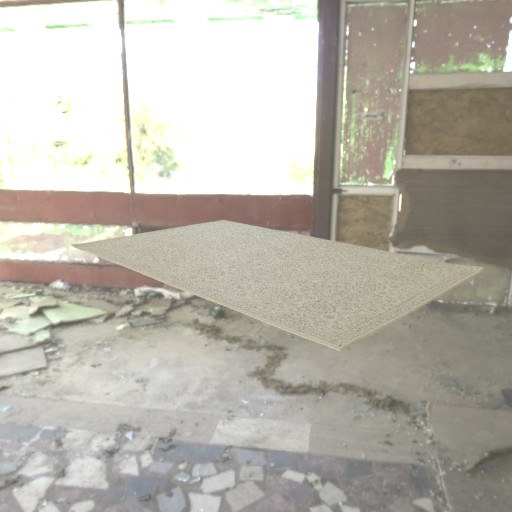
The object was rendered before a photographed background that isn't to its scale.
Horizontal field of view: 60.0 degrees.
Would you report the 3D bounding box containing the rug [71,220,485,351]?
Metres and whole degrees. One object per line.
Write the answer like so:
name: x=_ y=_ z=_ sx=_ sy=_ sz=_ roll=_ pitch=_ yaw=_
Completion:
rug: x=0.000 y=0.000 z=2.407 sx=1.214 sy=0.023 sz=1.947 roll=-14 pitch=21 yaw=-43
